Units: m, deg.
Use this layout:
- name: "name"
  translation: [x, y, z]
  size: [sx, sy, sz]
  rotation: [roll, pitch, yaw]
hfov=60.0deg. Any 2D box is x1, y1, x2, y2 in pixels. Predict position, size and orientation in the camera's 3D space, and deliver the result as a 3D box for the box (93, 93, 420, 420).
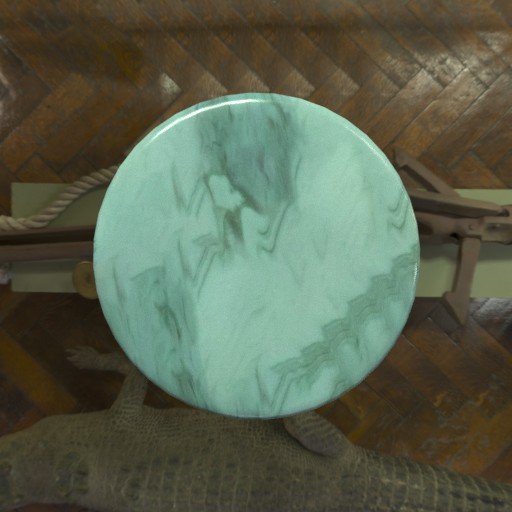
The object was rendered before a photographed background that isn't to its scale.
- name: "box"
  translation: [0.000, 0.000, 0.163]
  size: [0.101, 0.063, 0.101]
  rotation: [0, 91, -1]
